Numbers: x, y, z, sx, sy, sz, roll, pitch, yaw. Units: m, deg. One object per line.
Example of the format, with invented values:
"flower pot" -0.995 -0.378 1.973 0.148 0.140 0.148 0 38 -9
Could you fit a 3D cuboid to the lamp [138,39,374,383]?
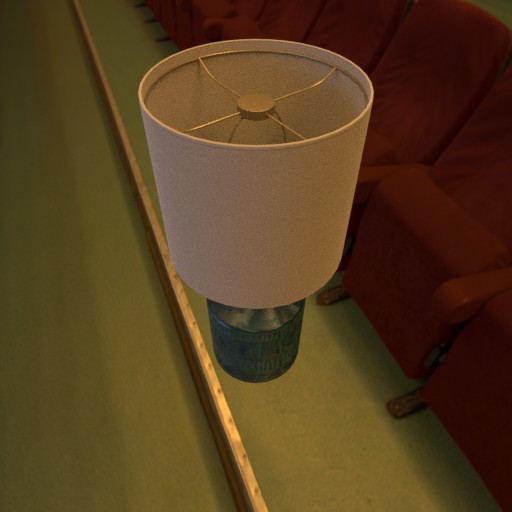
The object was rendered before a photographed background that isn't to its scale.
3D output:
"lamp" 0.000 0.000 0.567 0.211 0.455 0.211 -17 48 -15
